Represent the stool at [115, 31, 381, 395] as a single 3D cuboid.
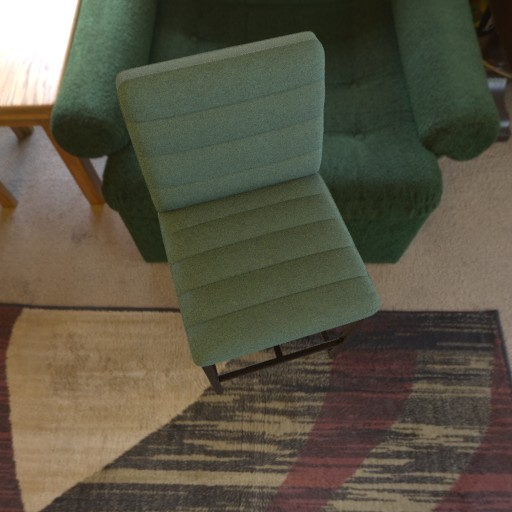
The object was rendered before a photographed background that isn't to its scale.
[{"bbox_3d":[0.000,0.000,1.239,0.460,0.940,0.560,-16,66,-7],"label":"stool"}]
